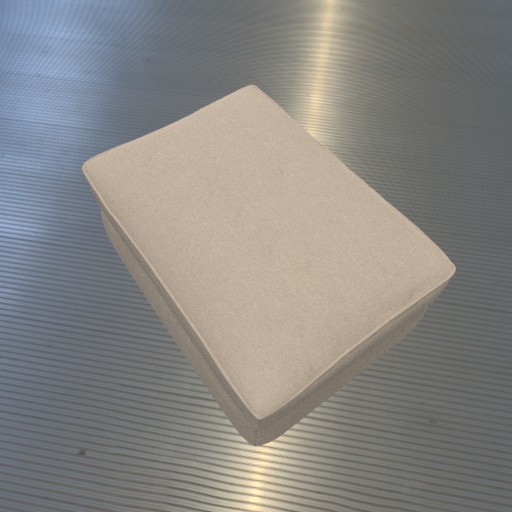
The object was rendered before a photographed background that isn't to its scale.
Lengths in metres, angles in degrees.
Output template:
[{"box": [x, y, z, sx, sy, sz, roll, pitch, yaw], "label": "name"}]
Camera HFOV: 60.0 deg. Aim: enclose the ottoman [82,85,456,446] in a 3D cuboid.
[{"box": [0.000, 0.000, 1.010, 0.501, 0.456, 0.665, -32, 63, -18], "label": "ottoman"}]
